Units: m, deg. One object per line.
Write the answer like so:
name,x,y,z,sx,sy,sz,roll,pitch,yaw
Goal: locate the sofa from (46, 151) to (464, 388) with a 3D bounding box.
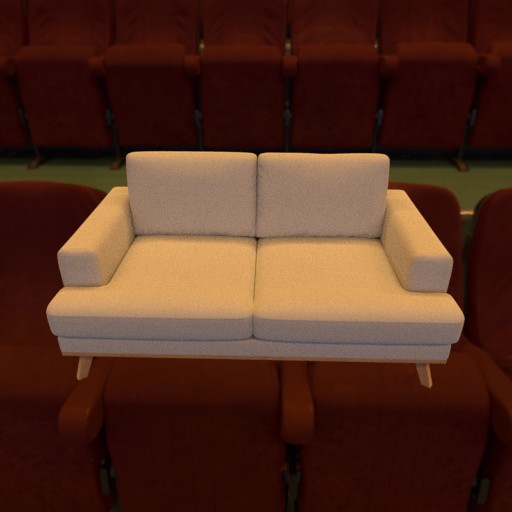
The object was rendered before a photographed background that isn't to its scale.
sofa,0.000,0.000,2.090,1.651,0.810,0.915,1,30,1
